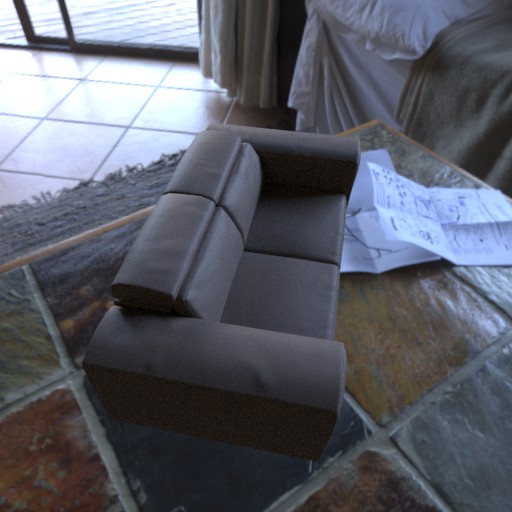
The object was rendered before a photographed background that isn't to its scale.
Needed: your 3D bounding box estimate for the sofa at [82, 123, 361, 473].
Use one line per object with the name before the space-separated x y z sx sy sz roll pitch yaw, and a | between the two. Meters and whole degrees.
sofa | 0.000 0.000 2.418 1.003 0.779 1.895 8 46 8
